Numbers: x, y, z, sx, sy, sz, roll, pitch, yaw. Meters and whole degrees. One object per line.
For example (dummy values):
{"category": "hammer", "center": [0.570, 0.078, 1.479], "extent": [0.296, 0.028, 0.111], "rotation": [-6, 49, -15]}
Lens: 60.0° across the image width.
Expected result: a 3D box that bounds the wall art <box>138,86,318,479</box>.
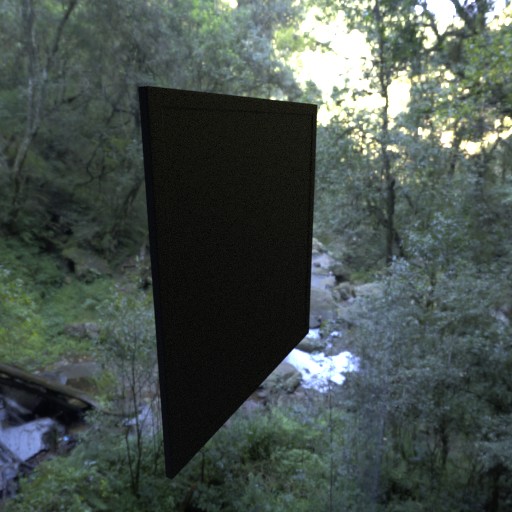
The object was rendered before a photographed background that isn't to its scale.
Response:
{"category": "wall art", "center": [0.000, 0.000, 0.830], "extent": [0.012, 0.558, 0.562], "rotation": [9, 19, 27]}
